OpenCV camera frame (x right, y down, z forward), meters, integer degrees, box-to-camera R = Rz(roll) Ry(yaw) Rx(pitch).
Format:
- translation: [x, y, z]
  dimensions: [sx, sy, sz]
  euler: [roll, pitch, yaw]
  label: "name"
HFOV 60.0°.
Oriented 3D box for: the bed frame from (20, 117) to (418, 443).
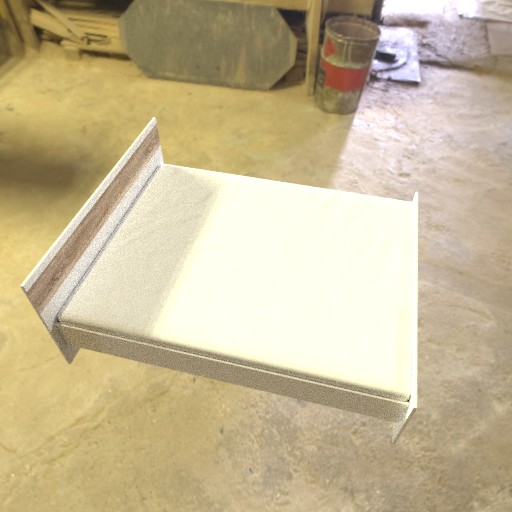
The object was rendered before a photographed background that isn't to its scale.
- translation: [0.000, 0.000, 2.959]
  dimensions: [2.060, 0.800, 1.720]
  euler: [10, 48, 10]
  label: "bed frame"
